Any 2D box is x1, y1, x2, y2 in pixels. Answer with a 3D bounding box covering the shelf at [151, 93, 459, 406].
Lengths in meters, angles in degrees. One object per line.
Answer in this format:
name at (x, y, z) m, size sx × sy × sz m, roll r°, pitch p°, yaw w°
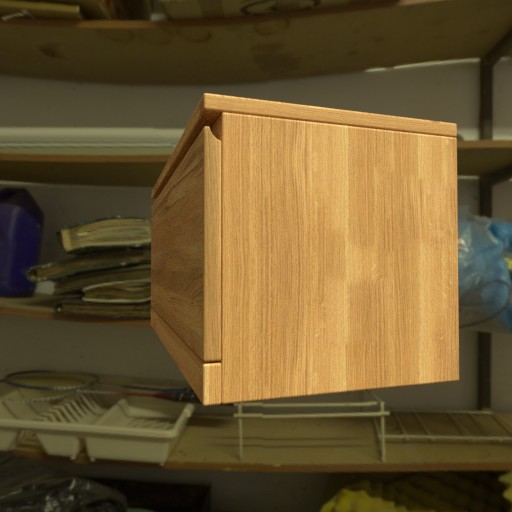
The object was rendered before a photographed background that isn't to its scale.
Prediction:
shelf at (0.000, 0.000, 1.006) m, size 0.400 × 0.400 × 0.800 m, roll 0°, pitch -1°, yaw -18°
